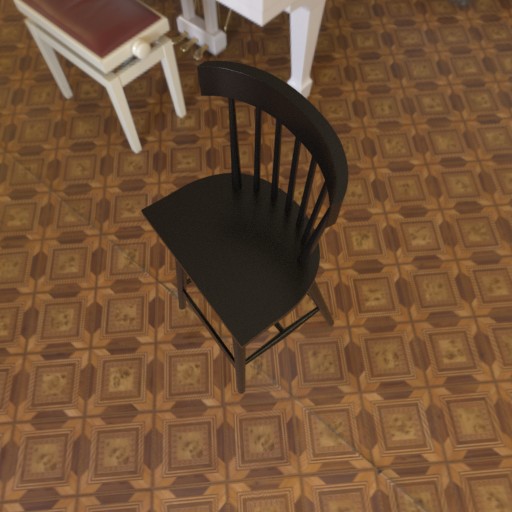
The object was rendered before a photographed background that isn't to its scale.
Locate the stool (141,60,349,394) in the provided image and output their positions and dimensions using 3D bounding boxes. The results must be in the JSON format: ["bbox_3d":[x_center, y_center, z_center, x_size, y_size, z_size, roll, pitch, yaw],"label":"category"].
[{"bbox_3d":[0.000,0.000,1.356,0.483,1.092,0.482,-34,68,-15],"label":"stool"}]
